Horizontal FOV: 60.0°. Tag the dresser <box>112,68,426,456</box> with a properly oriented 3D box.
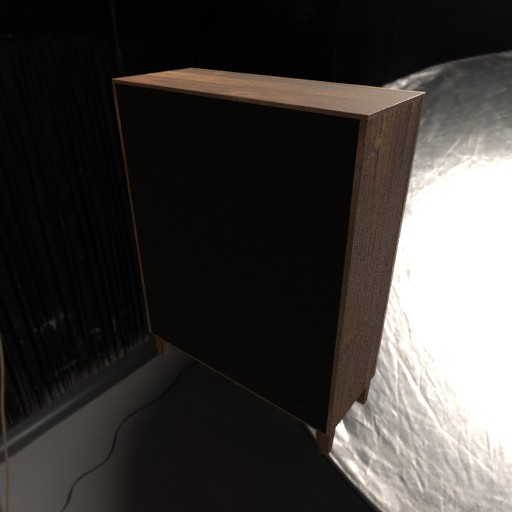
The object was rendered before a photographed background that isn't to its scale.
[{"bbox_3d":[0.000,0.000,1.913,1.062,1.393,0.442,21,35,32],"label":"dresser"}]
